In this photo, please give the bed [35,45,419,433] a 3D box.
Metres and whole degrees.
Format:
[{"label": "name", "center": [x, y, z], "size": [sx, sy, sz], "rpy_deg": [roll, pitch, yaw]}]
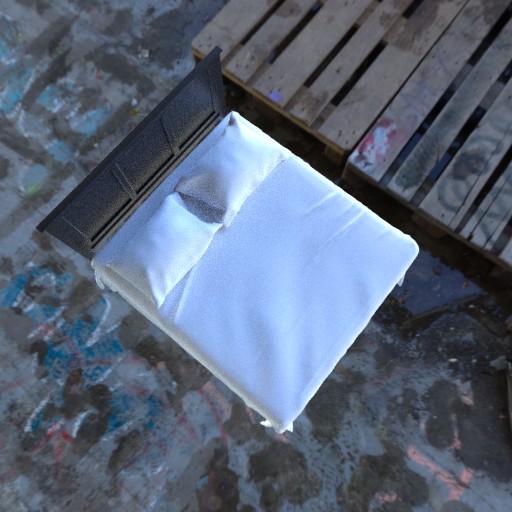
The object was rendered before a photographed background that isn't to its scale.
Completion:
[{"label": "bed", "center": [0.000, 0.000, 3.230], "size": [2.050, 1.270, 1.870], "rpy_deg": [38, 78, 9]}]
